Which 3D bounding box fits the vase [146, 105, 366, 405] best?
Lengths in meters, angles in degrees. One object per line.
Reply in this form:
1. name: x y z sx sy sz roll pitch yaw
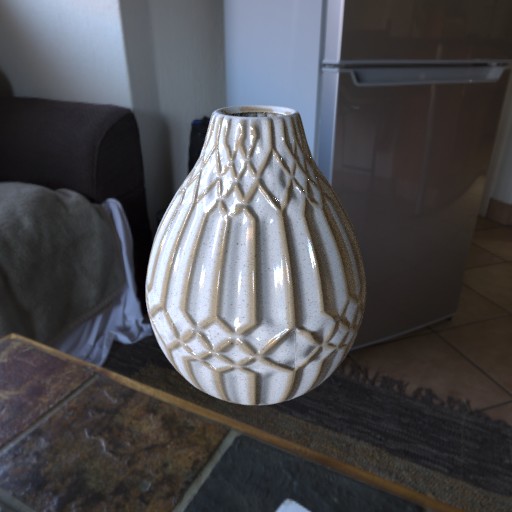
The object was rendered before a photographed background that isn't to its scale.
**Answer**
1. vase: 0.000 0.000 0.318 0.159 0.200 0.159 0 26 0
